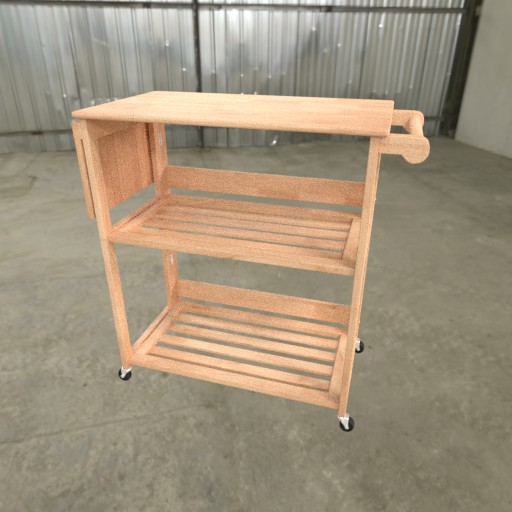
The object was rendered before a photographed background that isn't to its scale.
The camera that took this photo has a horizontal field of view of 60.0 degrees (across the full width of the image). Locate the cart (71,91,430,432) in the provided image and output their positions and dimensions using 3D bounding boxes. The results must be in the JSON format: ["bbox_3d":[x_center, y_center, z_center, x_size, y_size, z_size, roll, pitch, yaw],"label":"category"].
[{"bbox_3d":[0.000,0.000,1.358,0.853,0.879,0.432,8,28,15],"label":"cart"}]
